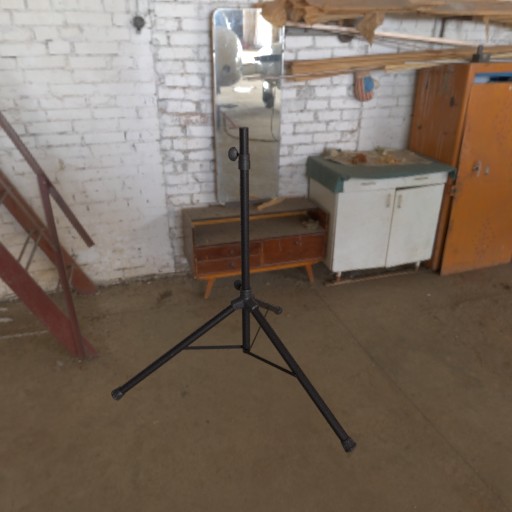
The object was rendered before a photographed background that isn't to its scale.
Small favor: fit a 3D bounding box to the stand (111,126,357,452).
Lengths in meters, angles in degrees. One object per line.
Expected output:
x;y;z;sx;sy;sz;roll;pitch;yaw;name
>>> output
0.000;0.000;1.920;1.045;1.136;0.907;8;27;16;stand
